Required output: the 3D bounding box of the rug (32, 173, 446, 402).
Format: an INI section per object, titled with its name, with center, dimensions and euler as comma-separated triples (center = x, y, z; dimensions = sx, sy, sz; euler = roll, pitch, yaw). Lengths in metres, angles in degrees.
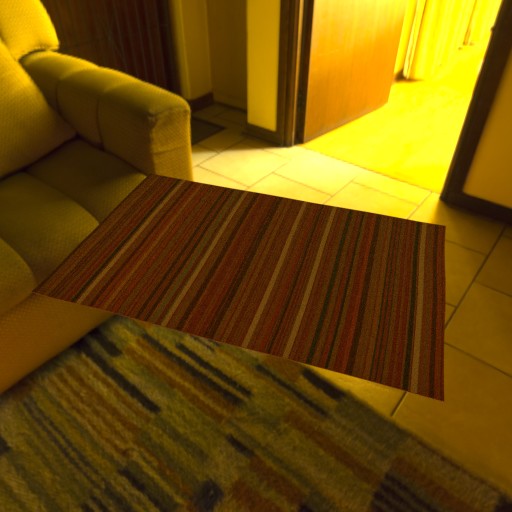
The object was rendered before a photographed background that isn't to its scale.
[rug]
center = 0.000, 0.000, 3.000
dimensions = 2.438, 0.008, 1.523
euler = 12, 42, 14
